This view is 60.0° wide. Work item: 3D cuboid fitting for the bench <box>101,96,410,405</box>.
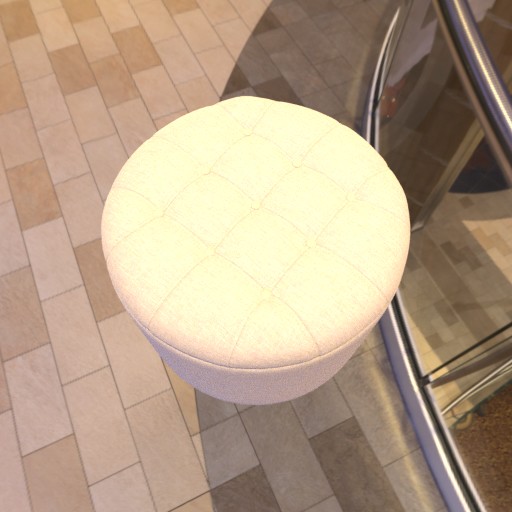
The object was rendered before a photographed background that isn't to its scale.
[{"bbox_3d":[0.000,0.000,1.017,0.600,0.454,0.600,0,63,0],"label":"bench"}]
